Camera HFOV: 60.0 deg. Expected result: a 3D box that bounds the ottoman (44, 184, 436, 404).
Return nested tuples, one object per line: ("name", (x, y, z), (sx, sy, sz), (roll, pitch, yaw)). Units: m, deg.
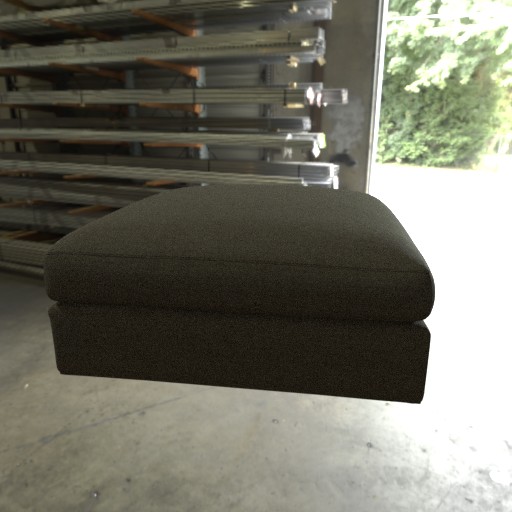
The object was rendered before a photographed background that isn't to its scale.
("ottoman", (0.000, 0.000, 1.625), (1.041, 0.470, 1.041), (2, 16, 8))
